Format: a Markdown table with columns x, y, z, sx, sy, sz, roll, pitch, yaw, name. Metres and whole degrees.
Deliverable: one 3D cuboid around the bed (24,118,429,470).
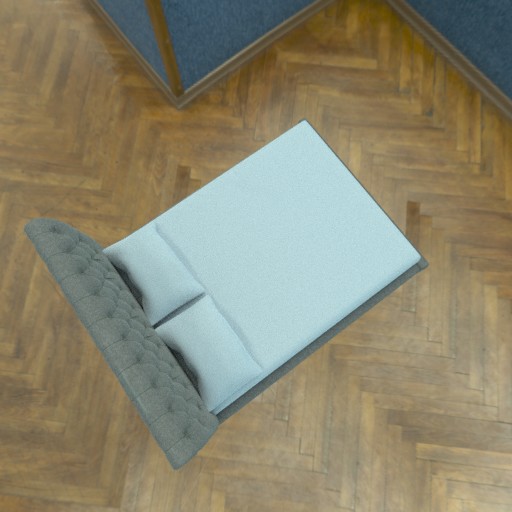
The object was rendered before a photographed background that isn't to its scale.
| x | y | z | sx | sy | sz | roll | pitch | yaw | name |
| --- | --- | --- | --- | --- | --- | --- | --- | --- | --- |
| 0.000 | 0.000 | 3.259 | 2.252 | 1.371 | 1.645 | -35 | 78 | -8 | bed |
